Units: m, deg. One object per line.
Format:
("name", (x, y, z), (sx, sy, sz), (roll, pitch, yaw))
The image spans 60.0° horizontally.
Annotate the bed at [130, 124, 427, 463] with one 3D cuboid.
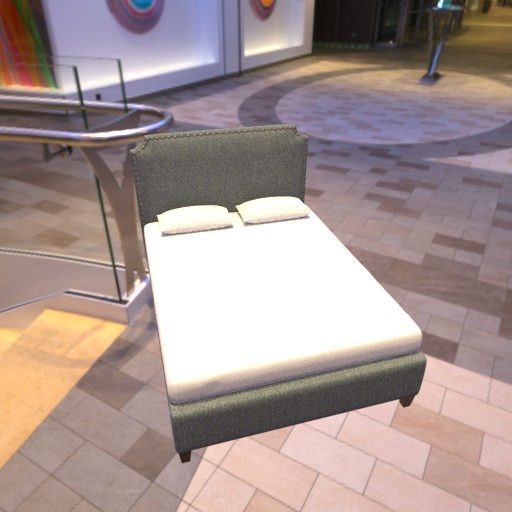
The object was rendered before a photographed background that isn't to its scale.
("bed", (0.000, 0.000, 3.548), (1.712, 1.443, 2.372), (-8, 32, -14))
